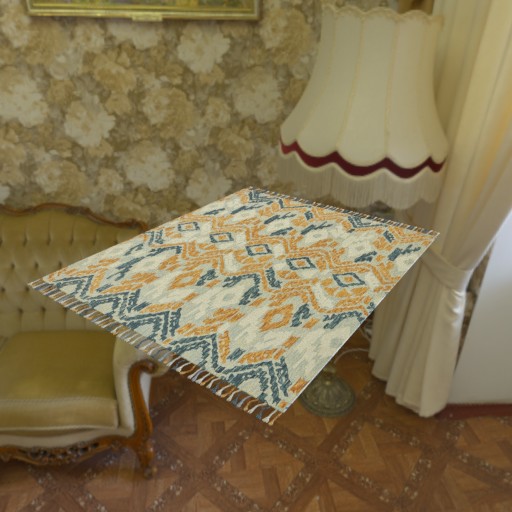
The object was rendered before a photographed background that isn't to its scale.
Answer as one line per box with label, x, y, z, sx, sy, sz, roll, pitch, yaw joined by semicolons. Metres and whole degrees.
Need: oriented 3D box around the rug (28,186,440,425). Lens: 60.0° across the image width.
rug;0.000;0.000;4.086;2.439;0.010;3.048;19;33;32
